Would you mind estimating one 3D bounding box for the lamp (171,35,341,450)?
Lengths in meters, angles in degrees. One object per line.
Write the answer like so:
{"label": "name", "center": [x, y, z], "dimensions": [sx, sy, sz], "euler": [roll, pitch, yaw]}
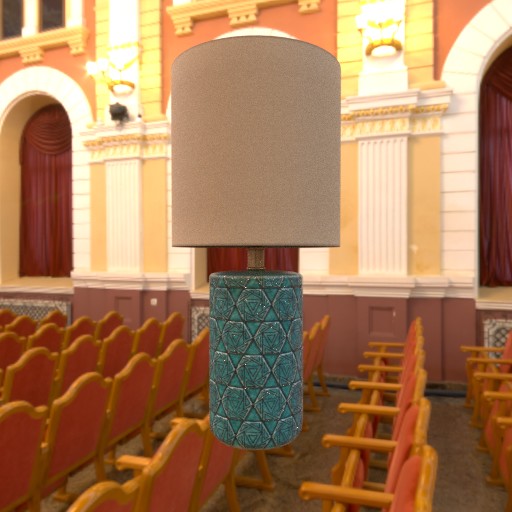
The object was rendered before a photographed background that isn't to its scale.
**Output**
{"label": "lamp", "center": [0.000, 0.000, 0.738], "dimensions": [0.278, 0.597, 0.278], "euler": [0, 0, 20]}
